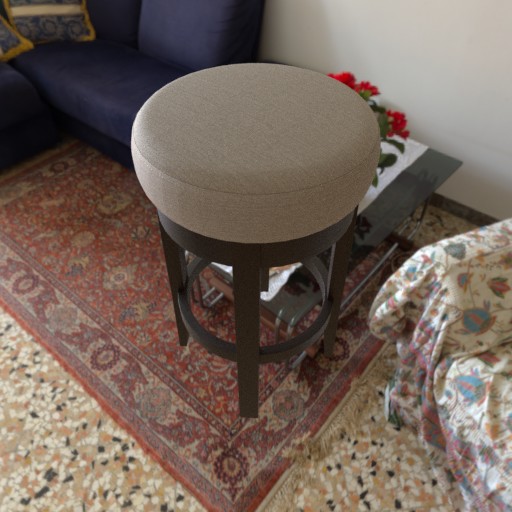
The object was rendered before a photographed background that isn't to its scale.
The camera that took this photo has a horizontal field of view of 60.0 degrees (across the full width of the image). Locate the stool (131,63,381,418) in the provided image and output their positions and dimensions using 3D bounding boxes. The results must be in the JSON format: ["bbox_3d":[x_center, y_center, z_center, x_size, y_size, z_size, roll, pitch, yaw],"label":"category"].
[{"bbox_3d":[0.000,0.000,1.028,0.443,0.757,0.443,0,46,0],"label":"stool"}]
